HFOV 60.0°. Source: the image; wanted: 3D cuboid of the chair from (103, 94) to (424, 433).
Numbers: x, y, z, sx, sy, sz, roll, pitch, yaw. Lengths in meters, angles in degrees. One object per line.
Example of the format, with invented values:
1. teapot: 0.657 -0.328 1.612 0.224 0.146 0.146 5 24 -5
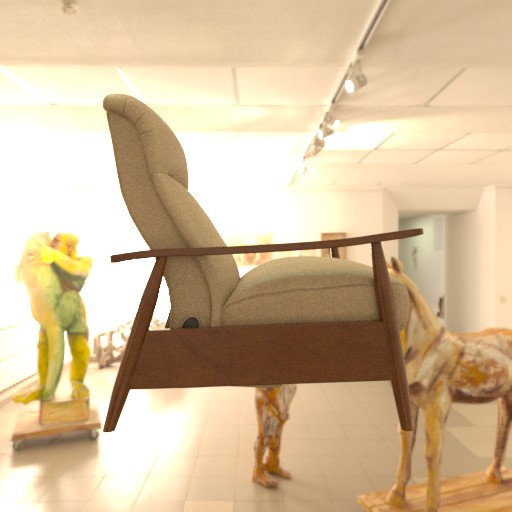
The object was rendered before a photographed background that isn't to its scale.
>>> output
1. chair: 0.000 0.000 1.734 1.030 1.082 0.762 0 0 -1
